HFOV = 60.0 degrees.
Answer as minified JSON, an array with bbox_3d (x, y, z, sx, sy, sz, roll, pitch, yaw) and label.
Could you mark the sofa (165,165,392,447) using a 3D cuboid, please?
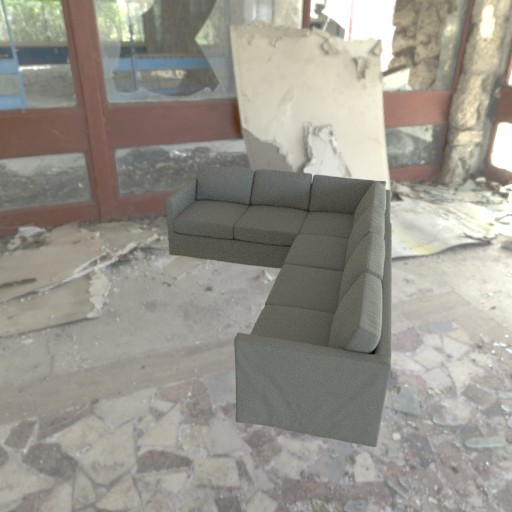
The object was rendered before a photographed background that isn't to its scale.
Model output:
[{"bbox_3d":[0.000,0.000,4.215,2.432,0.871,3.182,7,28,14],"label":"sofa"}]
